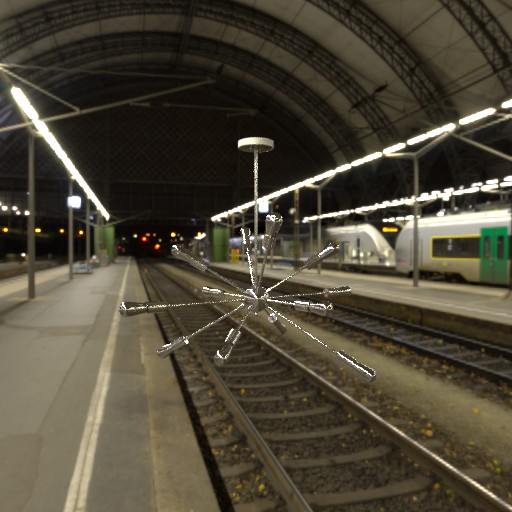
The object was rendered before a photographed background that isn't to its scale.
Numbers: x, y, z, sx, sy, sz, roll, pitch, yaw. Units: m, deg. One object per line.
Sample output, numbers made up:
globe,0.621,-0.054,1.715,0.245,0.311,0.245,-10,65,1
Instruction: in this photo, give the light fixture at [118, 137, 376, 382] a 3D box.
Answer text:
light fixture,0.000,0.000,1.088,0.684,0.558,0.509,-1,1,-37
